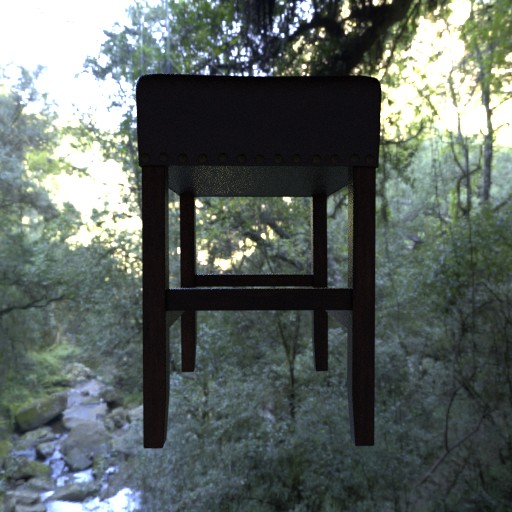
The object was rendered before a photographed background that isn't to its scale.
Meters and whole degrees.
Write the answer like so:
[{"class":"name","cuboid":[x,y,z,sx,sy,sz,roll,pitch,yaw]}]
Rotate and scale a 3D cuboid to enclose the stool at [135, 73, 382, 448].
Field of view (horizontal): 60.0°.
[{"class":"stool","cuboid":[0.000,0.000,0.936,0.397,0.608,0.465,0,1,-1]}]
